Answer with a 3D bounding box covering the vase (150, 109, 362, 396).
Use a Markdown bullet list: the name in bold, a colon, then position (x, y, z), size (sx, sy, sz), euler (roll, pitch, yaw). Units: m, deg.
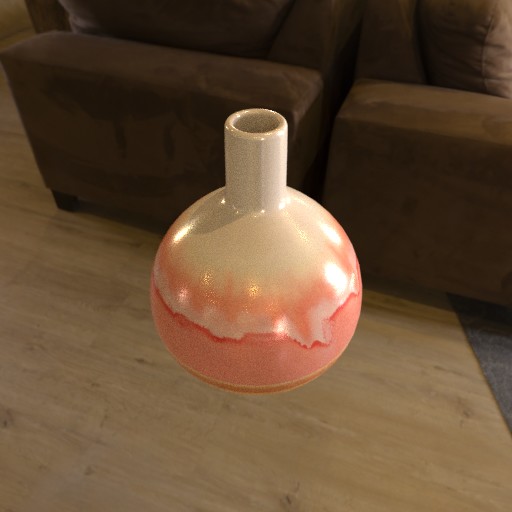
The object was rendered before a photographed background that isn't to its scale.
- **vase**: position (0.000, 0.000, 0.273), size (0.137, 0.176, 0.137), euler (0, 43, 0)
